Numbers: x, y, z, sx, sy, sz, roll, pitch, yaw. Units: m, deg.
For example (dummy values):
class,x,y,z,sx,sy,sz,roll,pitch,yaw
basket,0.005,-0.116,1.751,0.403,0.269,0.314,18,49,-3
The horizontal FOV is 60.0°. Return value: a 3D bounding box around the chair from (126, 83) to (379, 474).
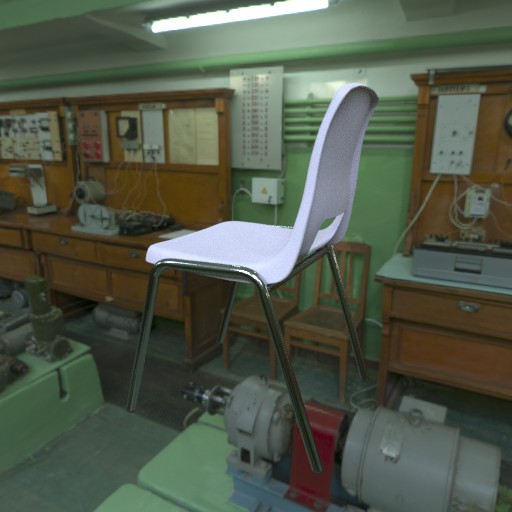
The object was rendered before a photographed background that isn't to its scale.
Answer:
class,x,y,z,sx,sy,sz,roll,pitch,yaw
chair,0.000,0.000,0.928,0.436,0.653,0.381,8,17,26
